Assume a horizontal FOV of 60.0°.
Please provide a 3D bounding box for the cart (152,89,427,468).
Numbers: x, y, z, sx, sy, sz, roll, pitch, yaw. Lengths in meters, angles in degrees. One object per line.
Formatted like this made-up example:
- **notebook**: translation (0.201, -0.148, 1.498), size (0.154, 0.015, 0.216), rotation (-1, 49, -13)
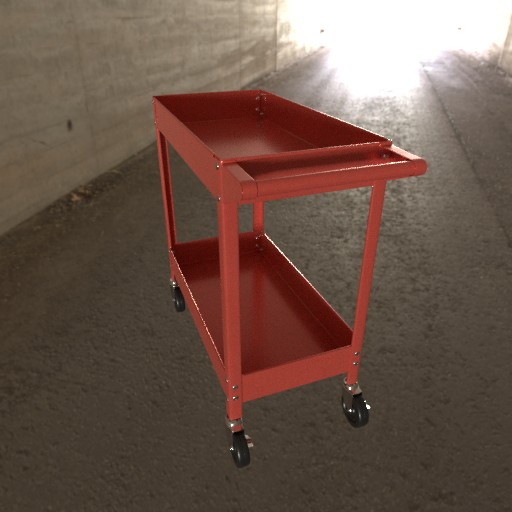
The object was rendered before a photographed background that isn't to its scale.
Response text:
- **cart**: translation (0.000, 0.000, 1.178), size (0.366, 0.719, 0.779), rotation (-10, 31, -18)
